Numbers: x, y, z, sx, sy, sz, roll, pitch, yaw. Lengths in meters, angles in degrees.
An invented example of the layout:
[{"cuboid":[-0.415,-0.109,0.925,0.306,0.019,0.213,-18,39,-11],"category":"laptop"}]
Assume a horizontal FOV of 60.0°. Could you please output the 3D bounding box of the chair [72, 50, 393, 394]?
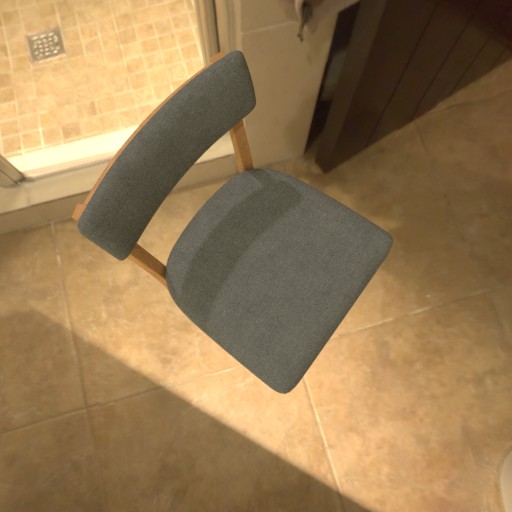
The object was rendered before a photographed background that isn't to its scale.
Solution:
[{"cuboid":[0.000,0.000,1.210,0.572,0.832,0.508,36,78,9],"category":"chair"}]
